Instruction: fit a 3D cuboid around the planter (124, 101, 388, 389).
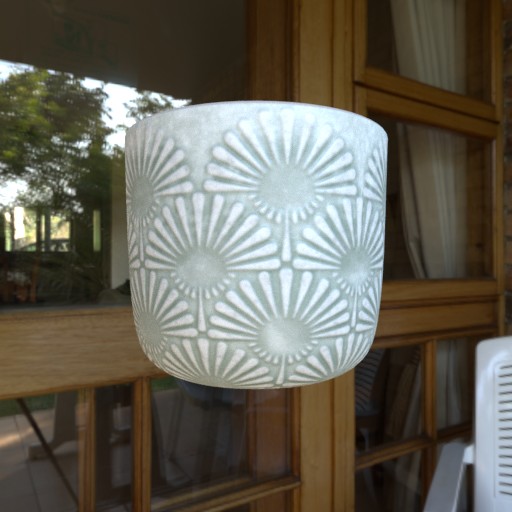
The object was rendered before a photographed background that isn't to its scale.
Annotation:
[{"bbox_3d":[0.000,0.000,0.217,0.124,0.109,0.124,0,-1,0],"label":"planter"}]
